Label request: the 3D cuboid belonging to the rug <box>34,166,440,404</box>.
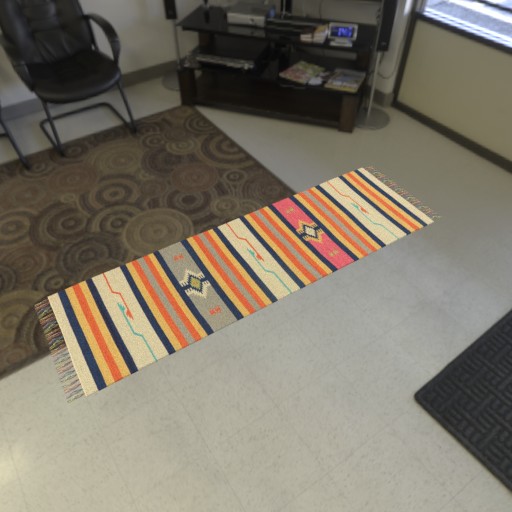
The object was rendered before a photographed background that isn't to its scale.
[{"bbox_3d":[0.000,0.000,2.675,2.455,0.017,0.695,-24,52,-21],"label":"rug"}]
